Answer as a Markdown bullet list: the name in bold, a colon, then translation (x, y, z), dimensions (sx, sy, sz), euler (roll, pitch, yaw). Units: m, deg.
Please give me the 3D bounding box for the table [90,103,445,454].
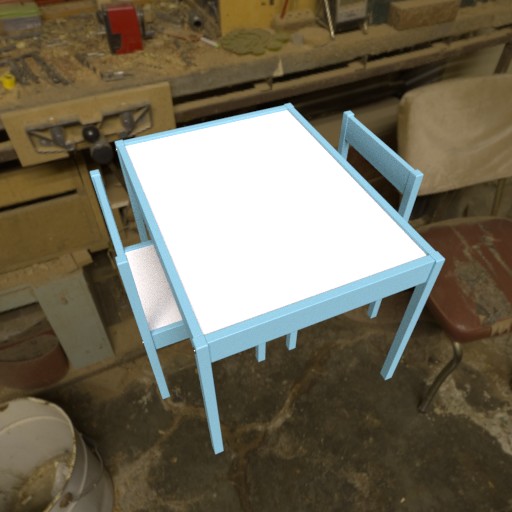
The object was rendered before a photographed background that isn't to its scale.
- **table**: translation (0.000, 0.000, 1.098), dimensions (0.633, 0.503, 0.639), euler (-18, 49, -16)
